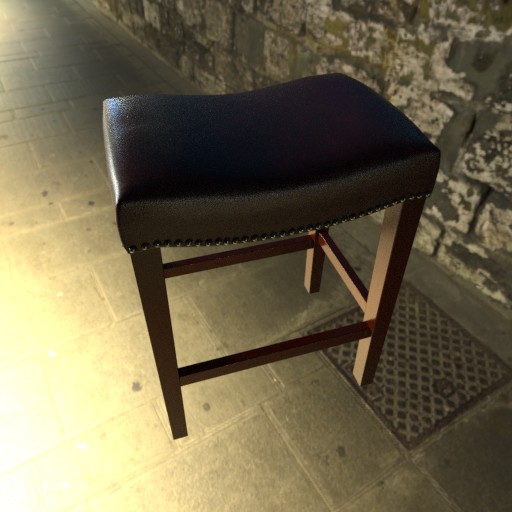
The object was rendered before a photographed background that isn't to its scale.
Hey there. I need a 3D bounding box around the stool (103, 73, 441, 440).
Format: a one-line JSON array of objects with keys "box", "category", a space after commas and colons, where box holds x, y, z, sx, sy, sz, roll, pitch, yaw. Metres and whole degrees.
[{"box": [0.000, 0.000, 0.952, 0.504, 0.657, 0.372, -11, 43, -13], "category": "stool"}]
